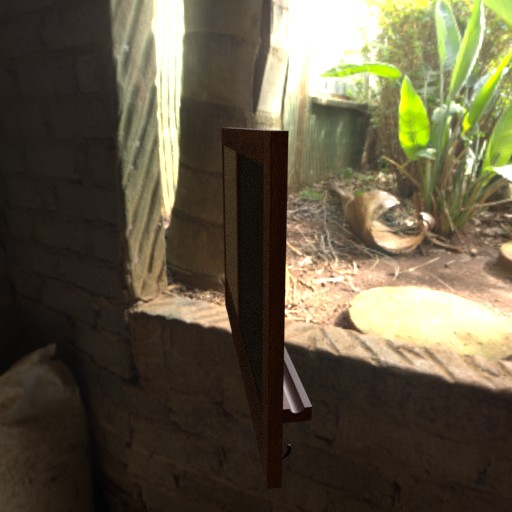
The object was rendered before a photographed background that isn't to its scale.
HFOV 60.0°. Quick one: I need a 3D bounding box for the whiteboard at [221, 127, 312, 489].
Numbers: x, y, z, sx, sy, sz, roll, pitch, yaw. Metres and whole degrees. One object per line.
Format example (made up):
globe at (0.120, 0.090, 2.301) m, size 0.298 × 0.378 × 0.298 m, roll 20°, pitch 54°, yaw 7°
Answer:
whiteboard at (0.000, 0.000, 1.000) m, size 0.083 × 0.553 × 0.768 m, roll -3°, pitch 17°, yaw -8°
